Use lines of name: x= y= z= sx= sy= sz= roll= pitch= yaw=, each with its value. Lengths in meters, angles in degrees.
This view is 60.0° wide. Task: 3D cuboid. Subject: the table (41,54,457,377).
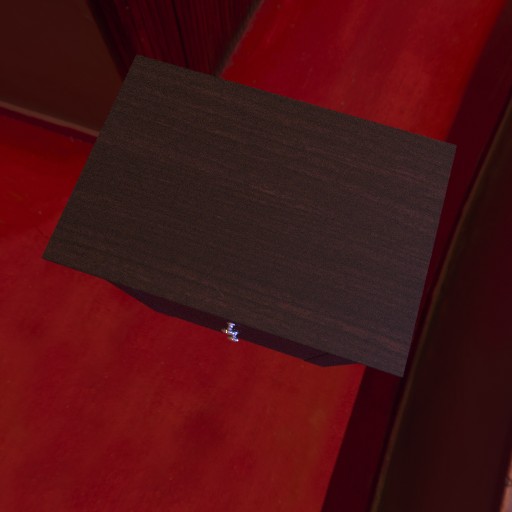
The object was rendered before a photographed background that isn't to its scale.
table: x=0.000 y=0.000 z=1.076 sx=0.591 sy=0.711 sz=0.406 roll=18 pitch=76 yaw=5
